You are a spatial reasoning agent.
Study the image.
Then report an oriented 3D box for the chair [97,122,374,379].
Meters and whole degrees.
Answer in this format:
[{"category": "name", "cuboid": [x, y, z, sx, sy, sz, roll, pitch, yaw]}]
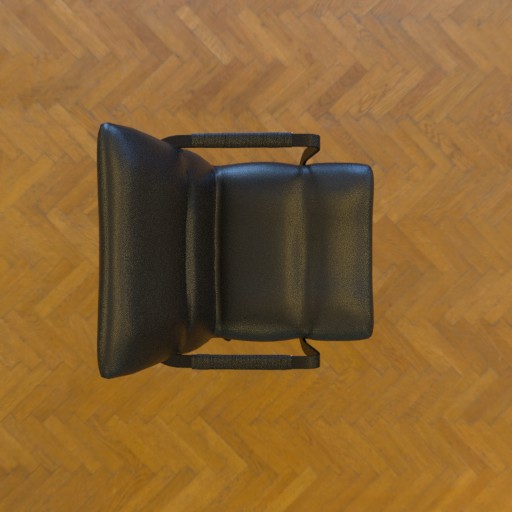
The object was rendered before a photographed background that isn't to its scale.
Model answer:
[{"category": "chair", "cuboid": [0.000, 0.000, 1.430, 0.748, 0.922, 0.719, 0, 90, -2]}]
